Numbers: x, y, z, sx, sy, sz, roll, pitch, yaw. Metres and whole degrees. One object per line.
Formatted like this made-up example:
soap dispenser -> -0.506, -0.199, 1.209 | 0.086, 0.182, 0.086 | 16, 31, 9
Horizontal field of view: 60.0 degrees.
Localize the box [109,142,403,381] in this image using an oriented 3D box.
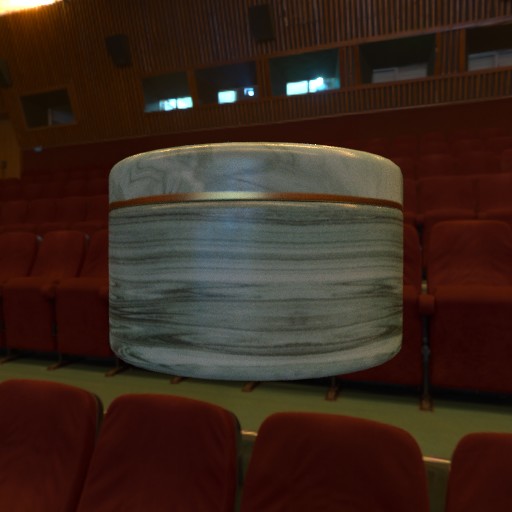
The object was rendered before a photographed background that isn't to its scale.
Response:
box -> 0.000, 0.000, 0.161 | 0.101, 0.063, 0.101 | 0, 1, 0
